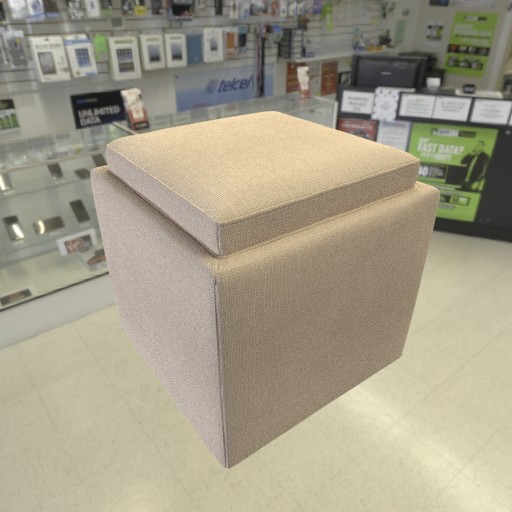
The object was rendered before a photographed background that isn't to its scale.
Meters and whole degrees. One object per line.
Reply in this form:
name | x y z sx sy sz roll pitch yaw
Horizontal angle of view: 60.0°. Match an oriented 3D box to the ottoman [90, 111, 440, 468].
ottoman | 0.000 0.000 0.843 0.451 0.460 0.450 -21 37 -30
